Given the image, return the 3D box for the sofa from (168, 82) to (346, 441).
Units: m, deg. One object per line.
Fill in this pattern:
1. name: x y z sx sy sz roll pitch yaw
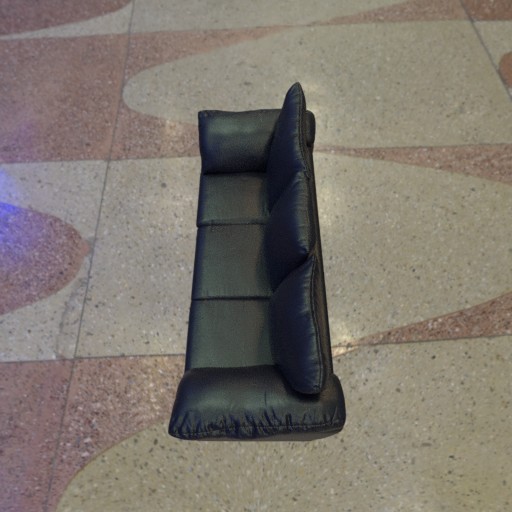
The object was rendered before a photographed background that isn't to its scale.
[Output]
1. sofa: 0.000 0.000 2.927 0.880 1.073 2.336 0 58 0
